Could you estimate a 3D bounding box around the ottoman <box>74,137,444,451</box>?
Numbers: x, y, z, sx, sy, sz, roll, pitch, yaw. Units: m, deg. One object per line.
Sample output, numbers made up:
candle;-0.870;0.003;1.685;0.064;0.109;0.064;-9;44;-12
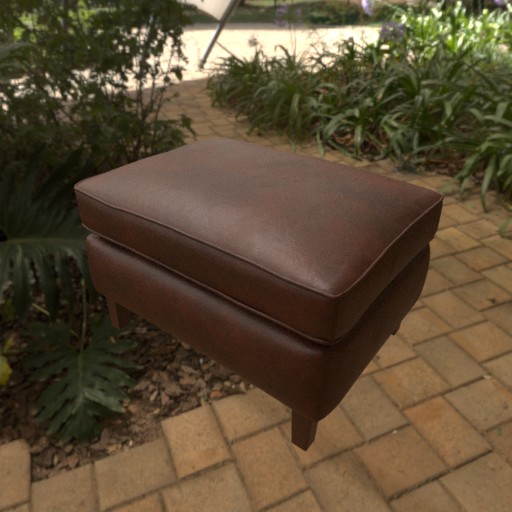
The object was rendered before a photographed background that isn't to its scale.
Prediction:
ottoman;0.000;0.000;1.013;0.665;0.432;0.501;22;38;32
